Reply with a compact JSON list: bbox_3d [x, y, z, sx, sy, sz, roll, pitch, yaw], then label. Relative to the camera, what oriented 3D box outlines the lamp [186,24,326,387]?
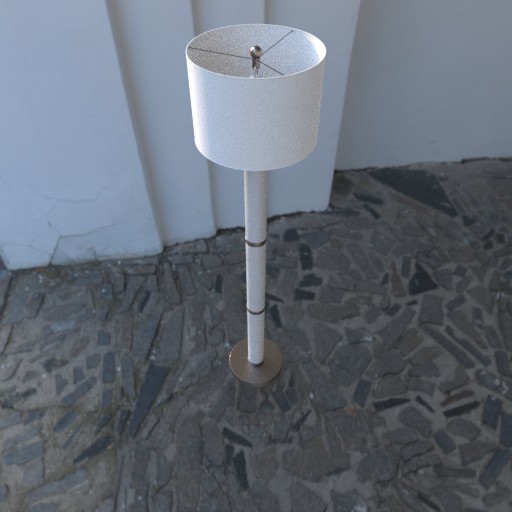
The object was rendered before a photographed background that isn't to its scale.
[{"bbox_3d":[0.000,0.000,1.752,0.377,1.599,0.377,4,46,4],"label":"lamp"}]
